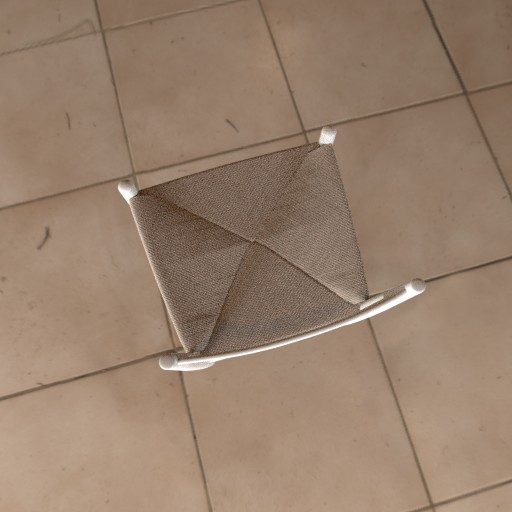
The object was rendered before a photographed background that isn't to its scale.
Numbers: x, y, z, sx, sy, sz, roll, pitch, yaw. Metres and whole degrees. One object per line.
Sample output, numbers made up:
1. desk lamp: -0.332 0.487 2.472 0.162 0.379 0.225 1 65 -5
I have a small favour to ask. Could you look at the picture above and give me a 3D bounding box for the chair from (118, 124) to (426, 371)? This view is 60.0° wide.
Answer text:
1. chair: 0.000 0.000 1.132 0.556 0.762 0.495 -16 76 -4
